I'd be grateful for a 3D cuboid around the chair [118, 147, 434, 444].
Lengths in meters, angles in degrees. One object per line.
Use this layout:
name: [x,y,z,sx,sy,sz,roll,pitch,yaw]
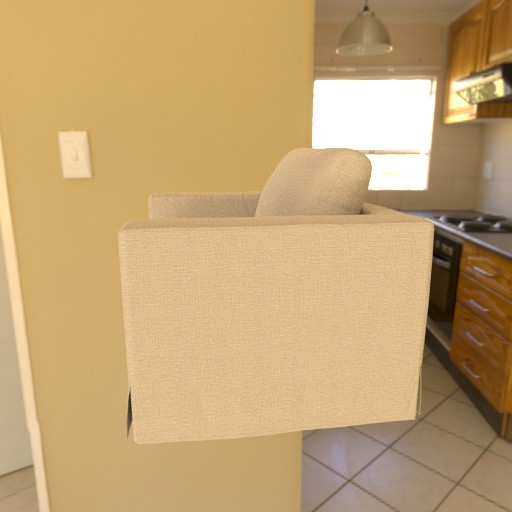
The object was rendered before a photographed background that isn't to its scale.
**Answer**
chair: [0.000,0.000,1.839,0.957,0.878,1.150,-2,13,-8]
